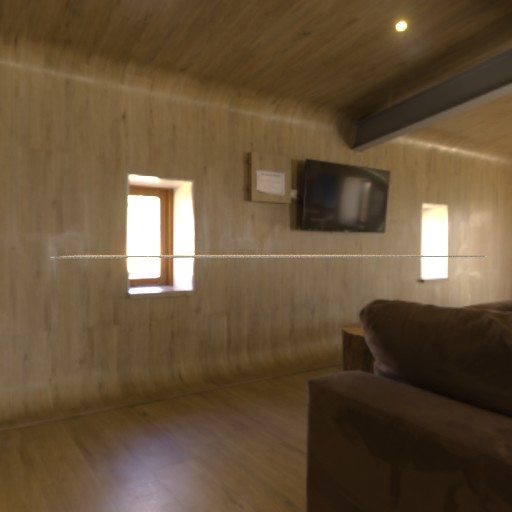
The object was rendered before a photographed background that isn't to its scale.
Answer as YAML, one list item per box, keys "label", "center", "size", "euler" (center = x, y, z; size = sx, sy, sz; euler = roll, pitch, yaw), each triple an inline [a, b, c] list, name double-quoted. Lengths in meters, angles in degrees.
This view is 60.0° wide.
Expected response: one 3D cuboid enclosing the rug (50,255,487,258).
- label: "rug"
  center: [0.000, 0.000, 2.343]
  size: [1.854, 0.006, 1.234]
  euler: [0, 0, -18]
